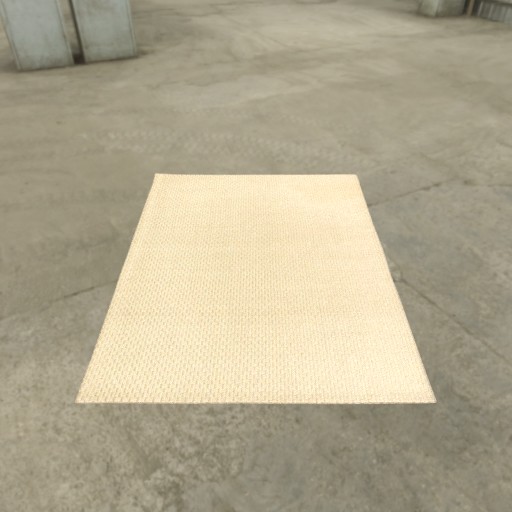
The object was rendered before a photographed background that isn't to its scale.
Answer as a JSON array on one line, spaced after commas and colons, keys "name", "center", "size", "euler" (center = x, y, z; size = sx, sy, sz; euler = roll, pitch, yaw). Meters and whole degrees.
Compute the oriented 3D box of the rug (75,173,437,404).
[{"name": "rug", "center": [0.000, 0.000, 3.893], "size": [2.277, 0.035, 2.897], "euler": [0, 40, 0]}]
